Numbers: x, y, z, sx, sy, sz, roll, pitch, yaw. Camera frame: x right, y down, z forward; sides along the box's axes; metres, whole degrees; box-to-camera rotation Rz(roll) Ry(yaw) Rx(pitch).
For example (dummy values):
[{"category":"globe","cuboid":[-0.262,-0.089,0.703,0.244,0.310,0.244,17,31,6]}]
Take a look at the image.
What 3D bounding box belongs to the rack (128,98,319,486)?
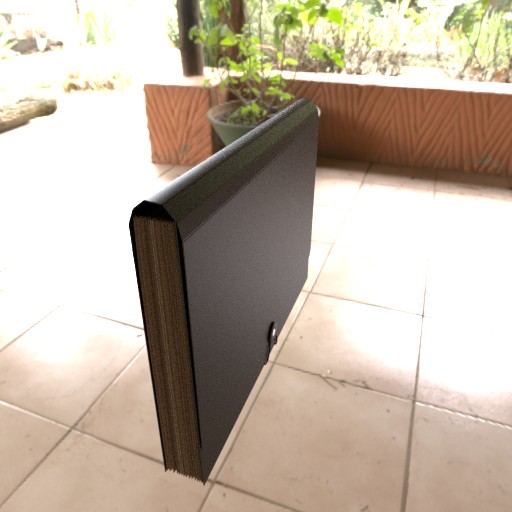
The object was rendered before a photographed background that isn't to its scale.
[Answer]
[{"category":"rack","cuboid":[0.000,0.000,0.433,0.041,0.241,0.330,10,31,17]}]
